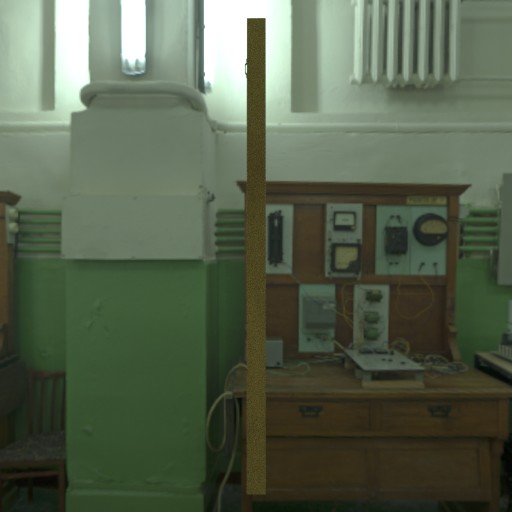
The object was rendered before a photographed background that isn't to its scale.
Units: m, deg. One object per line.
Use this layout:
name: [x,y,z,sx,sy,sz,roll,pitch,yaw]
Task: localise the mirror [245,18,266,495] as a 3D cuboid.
mirror: [0.000,0.000,1.155,0.041,0.915,0.609,0,0,0]
